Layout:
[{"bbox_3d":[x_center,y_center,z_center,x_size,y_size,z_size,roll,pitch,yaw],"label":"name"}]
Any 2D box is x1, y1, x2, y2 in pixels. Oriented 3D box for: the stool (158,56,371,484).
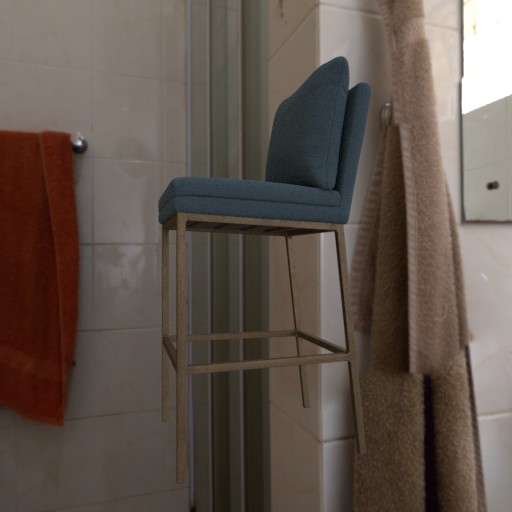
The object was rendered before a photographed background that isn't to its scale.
[{"bbox_3d":[0.000,0.000,1.381,0.568,1.124,0.463,0,0,-17],"label":"stool"}]
